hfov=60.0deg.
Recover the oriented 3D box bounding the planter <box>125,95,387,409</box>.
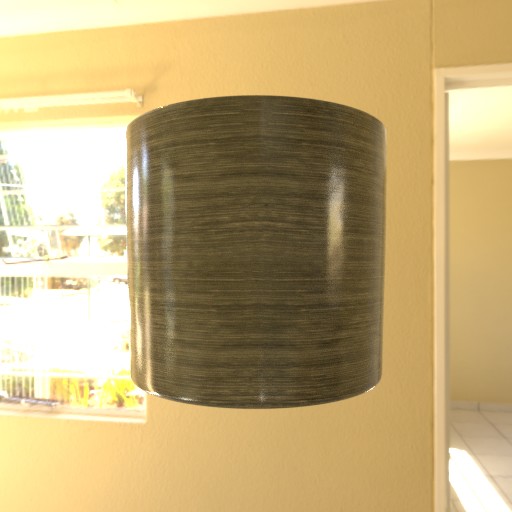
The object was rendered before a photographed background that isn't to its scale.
[{"bbox_3d":[0.000,0.000,0.390,0.221,0.201,0.221,0,-1,0],"label":"planter"}]
